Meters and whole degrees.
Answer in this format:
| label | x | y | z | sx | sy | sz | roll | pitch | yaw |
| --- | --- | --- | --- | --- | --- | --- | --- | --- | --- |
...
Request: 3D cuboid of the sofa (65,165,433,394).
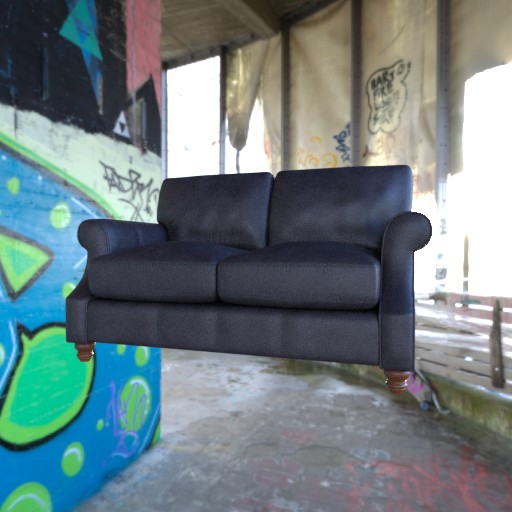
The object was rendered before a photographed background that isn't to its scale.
| label | x | y | z | sx | sy | sz | roll | pitch | yaw |
| --- | --- | --- | --- | --- | --- | --- | --- | --- | --- |
| sofa | 0.000 | 0.000 | 2.270 | 1.663 | 0.979 | 1.030 | 0 | 1 | 19 |
